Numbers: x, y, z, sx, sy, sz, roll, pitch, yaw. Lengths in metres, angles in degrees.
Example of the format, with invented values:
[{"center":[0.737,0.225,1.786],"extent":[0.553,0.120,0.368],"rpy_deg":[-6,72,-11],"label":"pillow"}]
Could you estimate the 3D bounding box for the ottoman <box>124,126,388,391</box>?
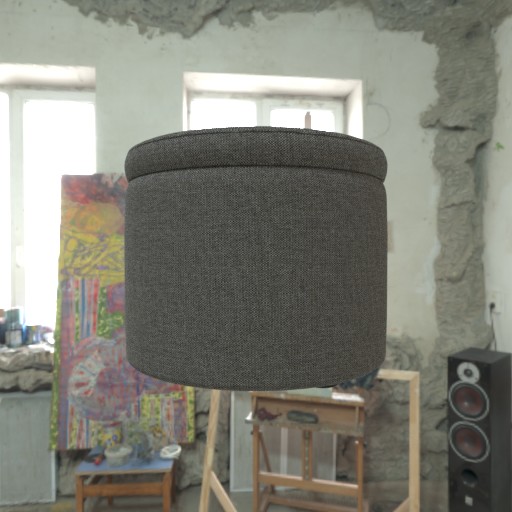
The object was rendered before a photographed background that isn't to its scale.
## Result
[{"center":[0.000,0.000,0.914],"extent":[0.520,0.430,0.520],"rpy_deg":[0,1,0],"label":"ottoman"}]
